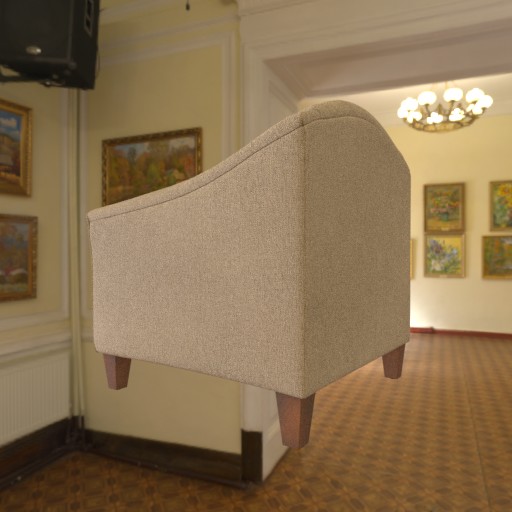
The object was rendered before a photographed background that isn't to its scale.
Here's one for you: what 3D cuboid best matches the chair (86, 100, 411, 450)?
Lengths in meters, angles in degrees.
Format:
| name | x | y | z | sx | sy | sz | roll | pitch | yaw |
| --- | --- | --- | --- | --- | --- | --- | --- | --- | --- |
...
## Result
| name | x | y | z | sx | sy | sz | roll | pitch | yaw |
| --- | --- | --- | --- | --- | --- | --- | --- | --- | --- |
| chair | 0.000 | 0.000 | 1.448 | 0.787 | 0.839 | 0.763 | 0 | 1 | 36 |
